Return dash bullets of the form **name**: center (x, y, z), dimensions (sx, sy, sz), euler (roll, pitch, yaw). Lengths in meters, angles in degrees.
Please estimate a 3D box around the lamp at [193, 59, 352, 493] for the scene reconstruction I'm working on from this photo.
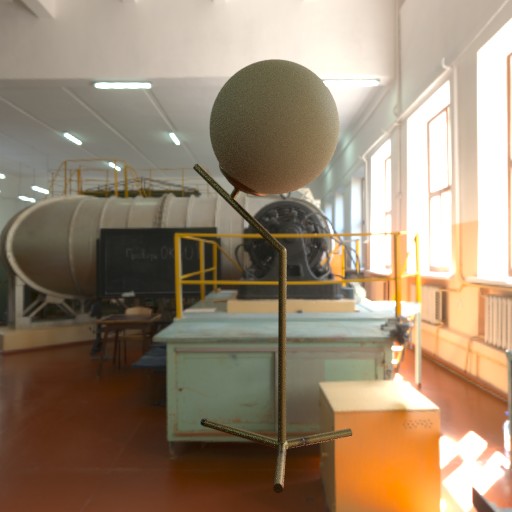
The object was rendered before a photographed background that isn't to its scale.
- **lamp**: center (0.000, 0.000, 0.660), dimensions (0.251, 0.552, 0.210), euler (0, 0, 36)
